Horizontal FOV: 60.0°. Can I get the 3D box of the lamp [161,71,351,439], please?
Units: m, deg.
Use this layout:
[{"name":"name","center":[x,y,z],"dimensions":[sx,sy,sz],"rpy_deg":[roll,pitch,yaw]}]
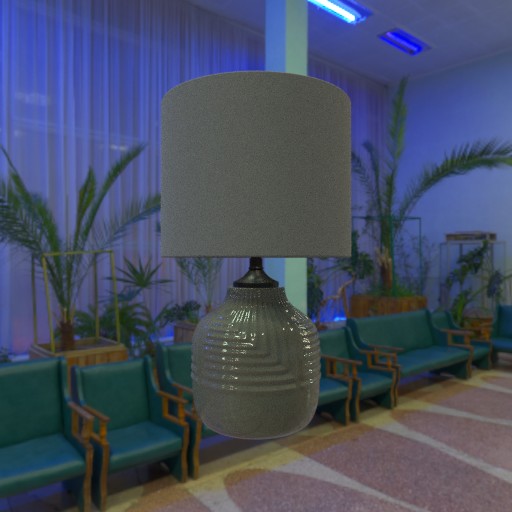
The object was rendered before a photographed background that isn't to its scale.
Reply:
[{"name":"lamp","center":[0.000,0.000,0.755],"dimensions":[0.318,0.567,0.318],"rpy_deg":[0,0,0]}]
